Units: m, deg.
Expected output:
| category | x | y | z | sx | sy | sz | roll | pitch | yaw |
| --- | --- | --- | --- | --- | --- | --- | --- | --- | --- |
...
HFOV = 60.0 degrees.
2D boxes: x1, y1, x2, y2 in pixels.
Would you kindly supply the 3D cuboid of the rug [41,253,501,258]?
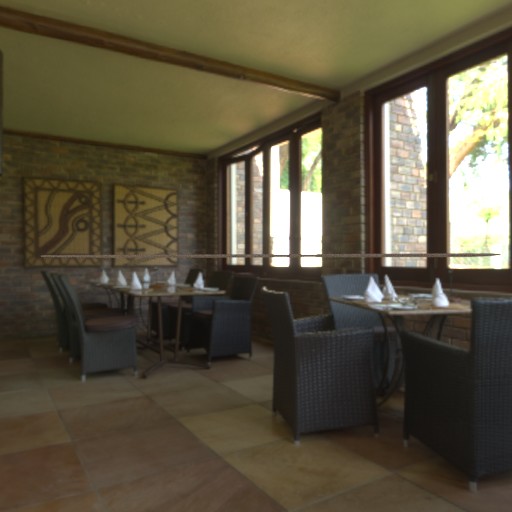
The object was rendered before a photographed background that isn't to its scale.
| category | x | y | z | sx | sy | sz | roll | pitch | yaw |
| --- | --- | --- | --- | --- | --- | --- | --- | --- | --- |
| rug | 0.000 | 0.000 | 2.614 | 2.430 | 0.012 | 0.767 | 0 | -1 | 17 |
